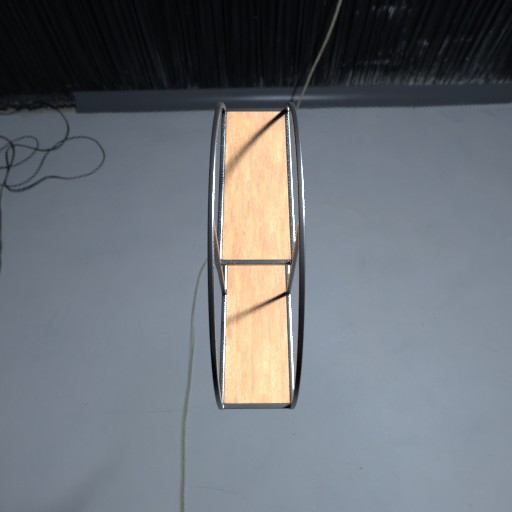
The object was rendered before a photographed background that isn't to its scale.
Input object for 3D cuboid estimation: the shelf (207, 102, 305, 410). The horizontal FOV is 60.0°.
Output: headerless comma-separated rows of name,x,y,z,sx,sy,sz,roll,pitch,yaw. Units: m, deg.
shelf,0.000,0.000,1.355,0.202,0.888,0.888,0,64,0
